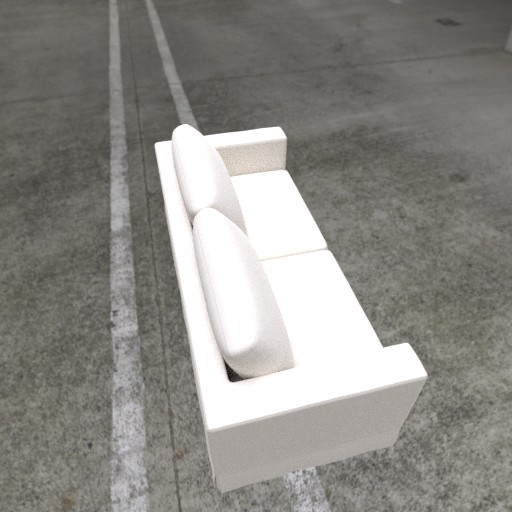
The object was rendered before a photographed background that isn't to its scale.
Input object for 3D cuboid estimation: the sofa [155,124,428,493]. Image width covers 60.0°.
[{"bbox_3d":[0.000,0.000,2.619,0.954,0.881,2.163,-10,46,-10],"label":"sofa"}]
